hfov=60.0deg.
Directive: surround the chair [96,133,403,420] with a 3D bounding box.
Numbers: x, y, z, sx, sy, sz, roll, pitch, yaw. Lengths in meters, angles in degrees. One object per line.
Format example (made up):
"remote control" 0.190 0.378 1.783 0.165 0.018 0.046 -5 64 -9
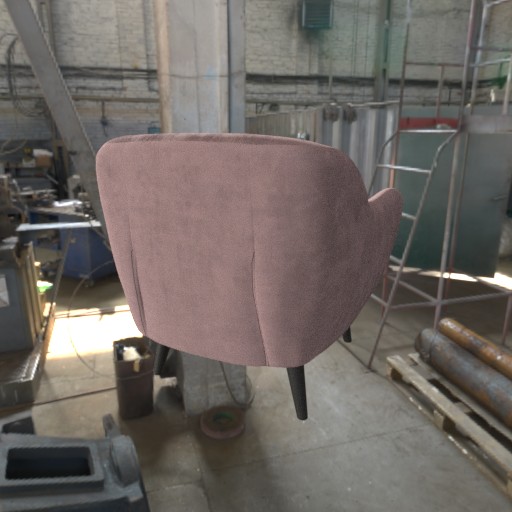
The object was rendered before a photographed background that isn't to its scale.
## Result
"chair" 0.000 0.000 1.534 0.840 0.820 0.820 8 17 27
